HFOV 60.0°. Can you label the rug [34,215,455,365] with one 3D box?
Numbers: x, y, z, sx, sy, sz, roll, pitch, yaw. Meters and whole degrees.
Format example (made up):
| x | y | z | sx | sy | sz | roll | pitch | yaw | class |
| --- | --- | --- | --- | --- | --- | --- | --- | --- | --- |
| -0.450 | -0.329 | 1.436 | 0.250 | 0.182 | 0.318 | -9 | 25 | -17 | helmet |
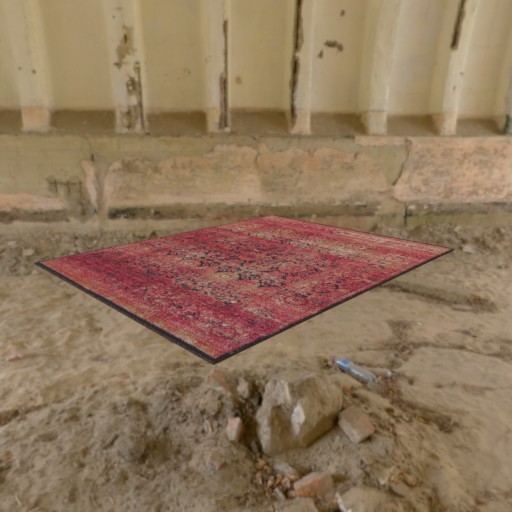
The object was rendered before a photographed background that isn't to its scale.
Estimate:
| x | y | z | sx | sy | sz | roll | pitch | yaw | class |
| --- | --- | --- | --- | --- | --- | --- | --- | --- | --- |
| 0.000 | 0.000 | 4.055 | 2.411 | 0.020 | 3.032 | 16 | 22 | 43 | rug |
